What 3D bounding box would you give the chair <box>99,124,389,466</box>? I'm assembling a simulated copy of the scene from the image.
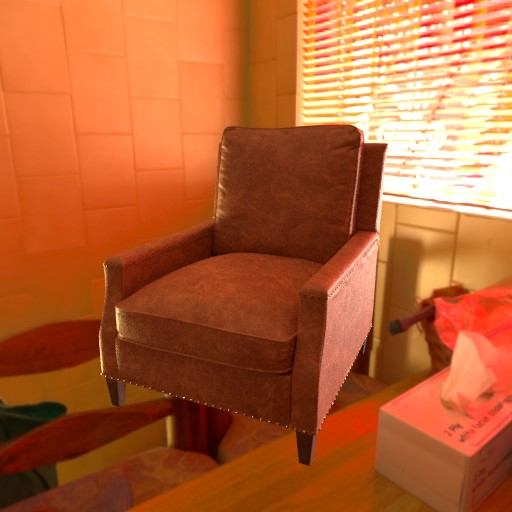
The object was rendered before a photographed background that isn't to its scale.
[{"bbox_3d":[0.000,0.000,1.828,0.854,1.054,1.035,7,16,24],"label":"chair"}]
